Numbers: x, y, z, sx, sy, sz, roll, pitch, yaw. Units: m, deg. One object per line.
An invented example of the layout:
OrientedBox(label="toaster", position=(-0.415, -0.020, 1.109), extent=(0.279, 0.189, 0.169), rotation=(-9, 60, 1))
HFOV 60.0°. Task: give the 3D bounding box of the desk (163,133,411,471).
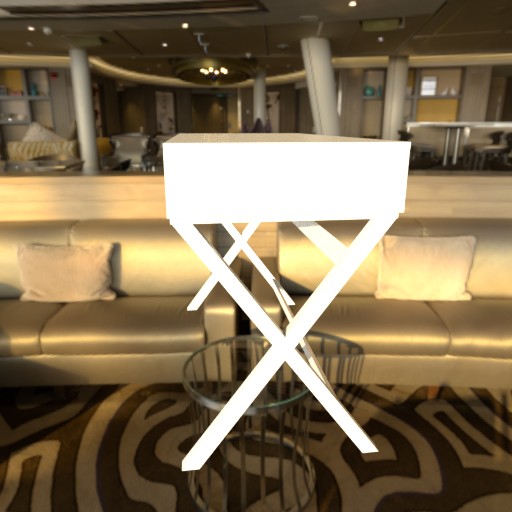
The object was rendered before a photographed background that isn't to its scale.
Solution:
OrientedBox(label="desk", position=(0.000, 0.000, 1.497), extent=(0.509, 0.780, 1.059), rotation=(-2, 17, -7))
